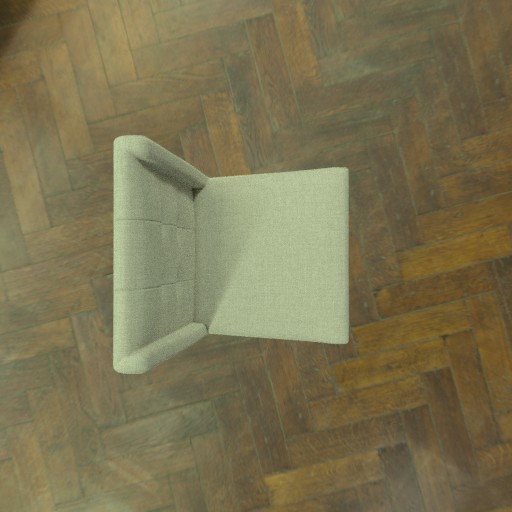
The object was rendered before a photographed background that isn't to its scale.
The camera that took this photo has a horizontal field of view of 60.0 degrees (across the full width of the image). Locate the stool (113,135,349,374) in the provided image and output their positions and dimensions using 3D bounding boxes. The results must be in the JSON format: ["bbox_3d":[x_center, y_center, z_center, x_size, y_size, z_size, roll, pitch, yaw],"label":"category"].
[{"bbox_3d":[0.000,0.000,1.350,0.509,1.116,0.474,0,90,1],"label":"stool"}]
